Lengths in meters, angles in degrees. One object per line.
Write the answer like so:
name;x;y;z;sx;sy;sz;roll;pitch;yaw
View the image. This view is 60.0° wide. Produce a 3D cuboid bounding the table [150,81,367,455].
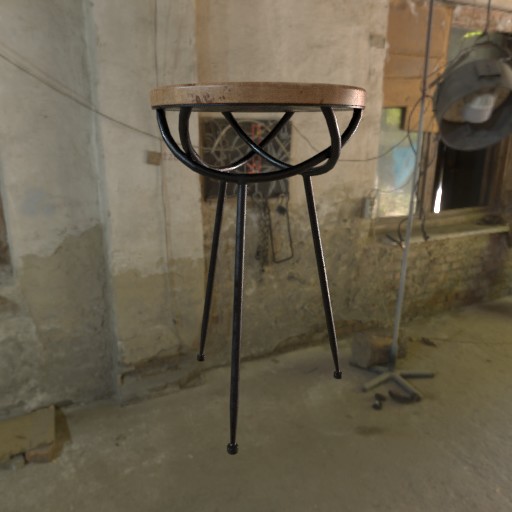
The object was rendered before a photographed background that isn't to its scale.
table;0.000;0.000;0.950;0.414;0.664;0.418;8;18;25
